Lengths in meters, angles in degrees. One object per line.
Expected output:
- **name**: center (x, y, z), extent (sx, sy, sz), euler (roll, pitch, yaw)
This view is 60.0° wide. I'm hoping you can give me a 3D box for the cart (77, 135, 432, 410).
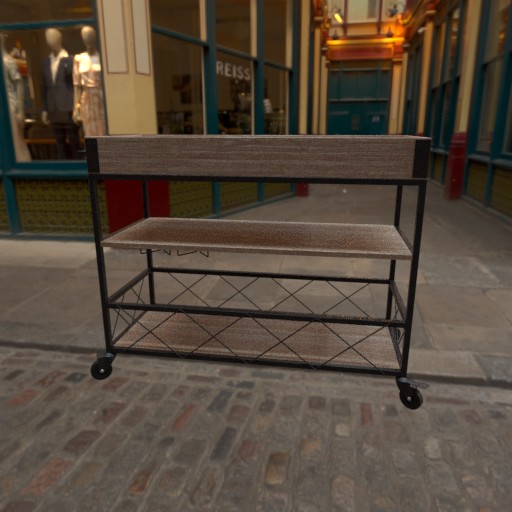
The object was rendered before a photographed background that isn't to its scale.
- **cart**: center (0.000, 0.000, 1.508), extent (1.101, 0.787, 0.500), euler (3, 16, 9)
